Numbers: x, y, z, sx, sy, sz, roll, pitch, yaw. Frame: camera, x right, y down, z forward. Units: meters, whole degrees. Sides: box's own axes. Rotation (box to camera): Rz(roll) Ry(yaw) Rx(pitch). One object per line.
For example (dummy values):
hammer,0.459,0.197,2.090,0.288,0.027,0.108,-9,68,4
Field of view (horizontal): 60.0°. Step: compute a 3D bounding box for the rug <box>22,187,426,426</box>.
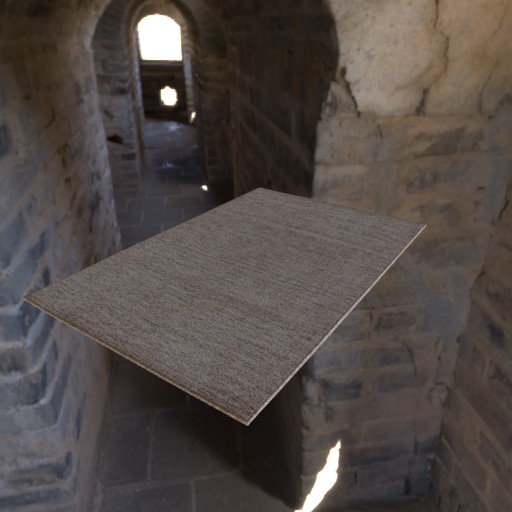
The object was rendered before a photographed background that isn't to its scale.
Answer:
rug,0.000,0.000,2.282,1.211,0.018,1.822,18,32,30
